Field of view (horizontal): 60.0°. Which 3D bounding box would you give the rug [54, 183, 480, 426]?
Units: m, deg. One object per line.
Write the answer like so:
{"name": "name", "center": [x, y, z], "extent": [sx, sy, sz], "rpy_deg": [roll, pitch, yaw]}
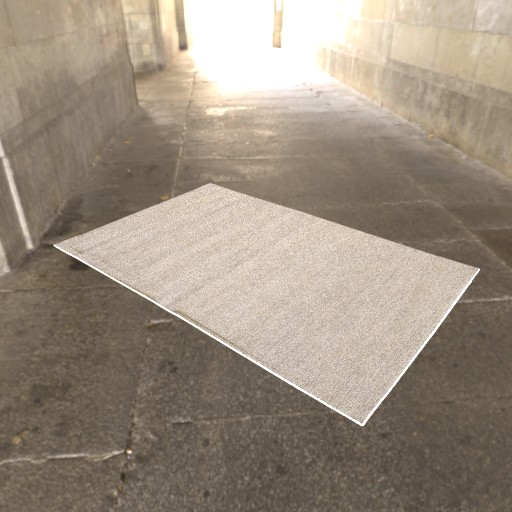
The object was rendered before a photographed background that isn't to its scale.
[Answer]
{"name": "rug", "center": [0.000, 0.000, 2.232], "extent": [1.820, 0.022, 1.179], "rpy_deg": [22, 37, 34]}
